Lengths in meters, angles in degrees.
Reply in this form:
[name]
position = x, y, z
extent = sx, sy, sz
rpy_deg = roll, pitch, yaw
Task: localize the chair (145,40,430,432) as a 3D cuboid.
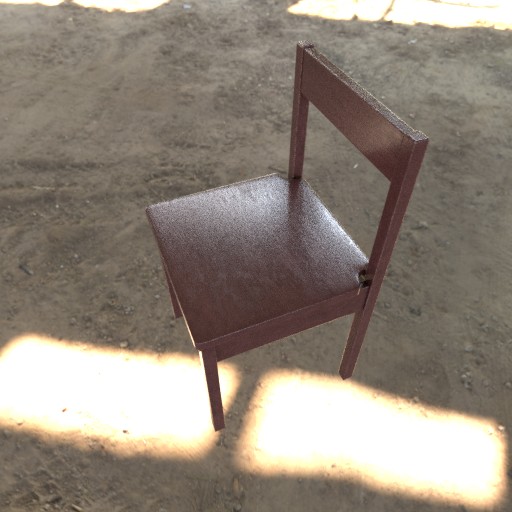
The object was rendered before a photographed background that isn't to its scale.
[chair]
position = 0.000, 0.000, 0.901
extent = 0.361, 0.668, 0.367
rpy_deg = -17, 49, -15
